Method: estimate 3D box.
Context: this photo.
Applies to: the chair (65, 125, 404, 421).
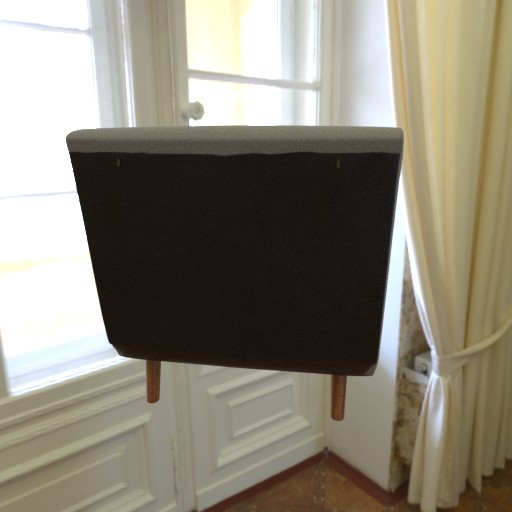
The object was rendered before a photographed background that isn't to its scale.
[{"bbox_3d":[0.000,0.000,1.472,0.770,0.808,0.902,2,15,9],"label":"chair"}]
